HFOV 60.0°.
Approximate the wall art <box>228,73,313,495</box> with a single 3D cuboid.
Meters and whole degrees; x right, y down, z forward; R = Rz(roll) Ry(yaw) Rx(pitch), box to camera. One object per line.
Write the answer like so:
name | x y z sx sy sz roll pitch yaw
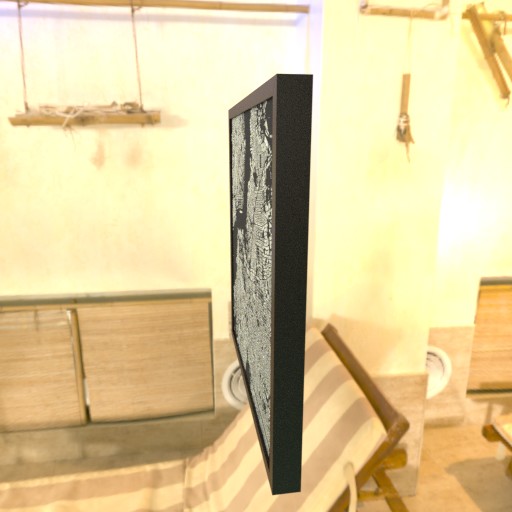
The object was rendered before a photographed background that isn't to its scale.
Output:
wall art | 0.000 0.000 0.752 0.038 0.506 0.506 -2 14 -9
